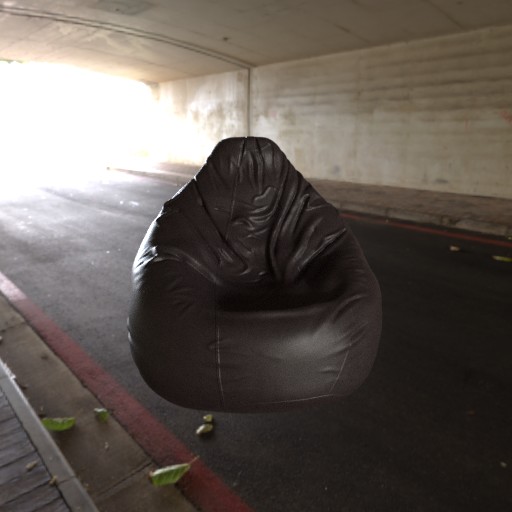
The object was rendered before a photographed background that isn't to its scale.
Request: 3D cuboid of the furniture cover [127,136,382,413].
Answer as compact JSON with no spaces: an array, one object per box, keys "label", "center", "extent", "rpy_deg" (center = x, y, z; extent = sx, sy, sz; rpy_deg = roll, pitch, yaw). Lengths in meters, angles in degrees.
[{"label":"furniture cover","center":[0.000,0.000,1.917],"extent":[1.070,0.990,1.070],"rpy_deg":[-2,16,-8]}]
